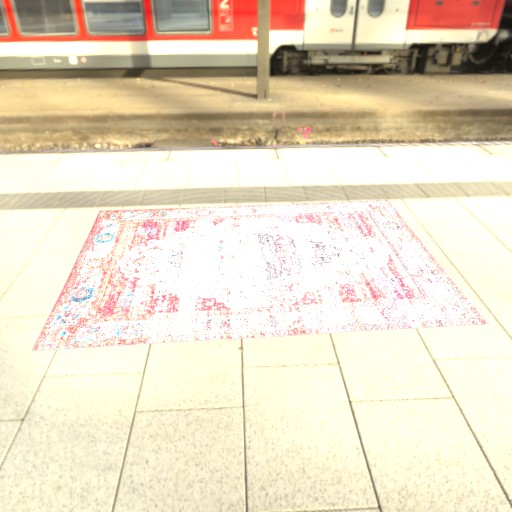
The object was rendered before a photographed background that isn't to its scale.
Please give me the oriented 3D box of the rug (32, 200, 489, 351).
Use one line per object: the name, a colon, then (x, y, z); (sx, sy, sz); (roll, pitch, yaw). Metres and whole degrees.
rug: (0.000, 0.000, 2.275); (1.829, 0.006, 1.219); (-3, 32, -4)
